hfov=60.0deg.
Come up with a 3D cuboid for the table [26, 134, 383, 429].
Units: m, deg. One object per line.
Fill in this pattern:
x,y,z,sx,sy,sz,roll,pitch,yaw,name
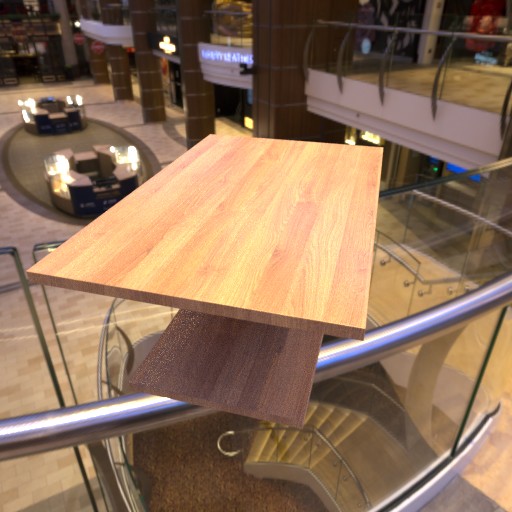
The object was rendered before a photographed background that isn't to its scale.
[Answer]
0.000,0.000,1.420,0.700,0.442,1.100,8,31,13,table
